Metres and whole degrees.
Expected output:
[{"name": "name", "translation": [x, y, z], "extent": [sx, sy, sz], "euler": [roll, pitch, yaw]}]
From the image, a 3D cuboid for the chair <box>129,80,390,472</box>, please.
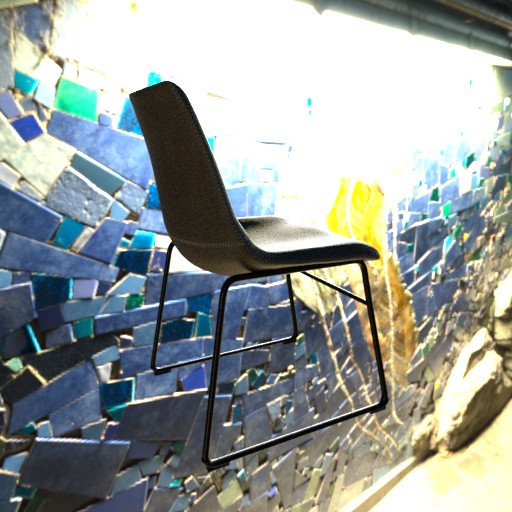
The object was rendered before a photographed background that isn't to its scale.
[{"name": "chair", "translation": [0.000, 0.000, 1.125], "extent": [0.550, 0.780, 0.460], "euler": [-8, 17, -26]}]
